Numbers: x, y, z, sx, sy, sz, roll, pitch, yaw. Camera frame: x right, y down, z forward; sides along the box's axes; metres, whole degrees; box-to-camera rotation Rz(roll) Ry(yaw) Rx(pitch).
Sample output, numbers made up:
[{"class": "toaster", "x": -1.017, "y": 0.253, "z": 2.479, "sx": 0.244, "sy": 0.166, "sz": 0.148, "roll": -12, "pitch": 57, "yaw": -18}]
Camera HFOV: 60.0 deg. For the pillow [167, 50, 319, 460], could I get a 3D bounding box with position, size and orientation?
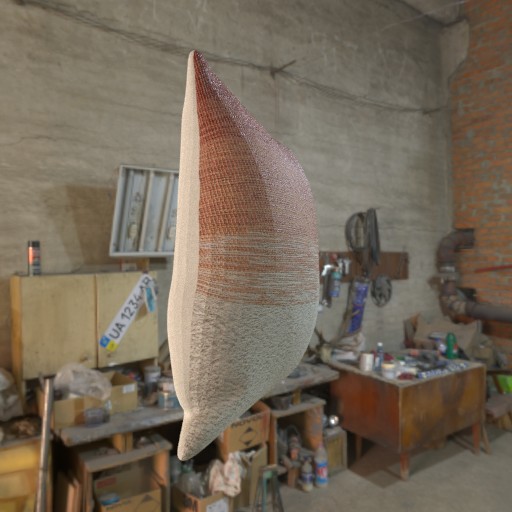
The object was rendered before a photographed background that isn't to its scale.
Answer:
[{"class": "pillow", "x": 0.000, "y": 0.000, "z": 0.671, "sx": 0.182, "sy": 0.441, "sz": 0.440, "roll": 0, "pitch": -1, "yaw": 19}]
